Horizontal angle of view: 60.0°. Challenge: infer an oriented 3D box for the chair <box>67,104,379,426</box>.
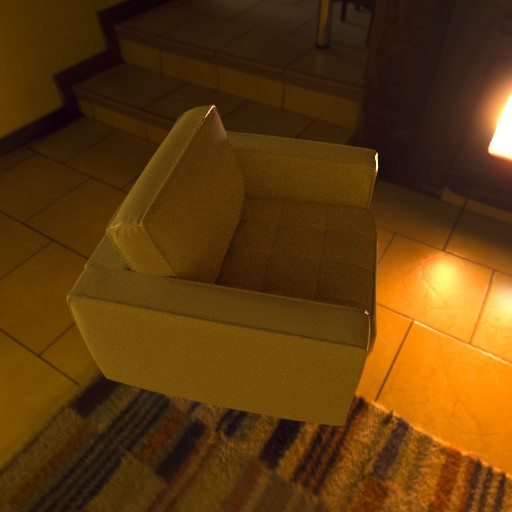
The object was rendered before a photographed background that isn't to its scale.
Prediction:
[{"bbox_3d":[0.000,0.000,1.527,0.843,0.773,0.928,9,46,9],"label":"chair"}]
